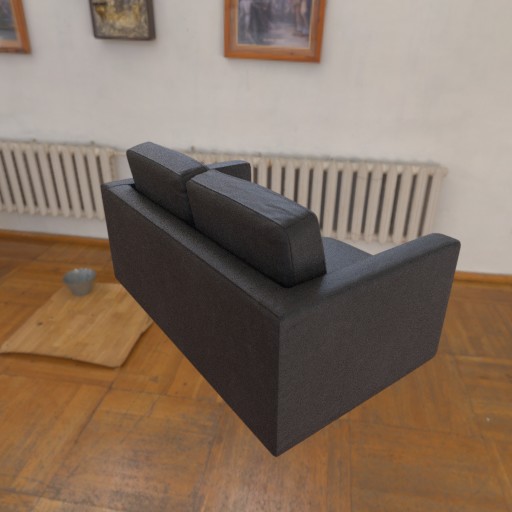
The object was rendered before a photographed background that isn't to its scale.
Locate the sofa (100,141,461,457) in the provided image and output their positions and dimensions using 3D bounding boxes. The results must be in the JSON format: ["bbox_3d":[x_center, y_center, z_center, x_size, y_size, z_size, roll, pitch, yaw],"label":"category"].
[{"bbox_3d":[0.000,0.000,2.001,0.879,0.899,1.430,-18,32,-31],"label":"sofa"}]
